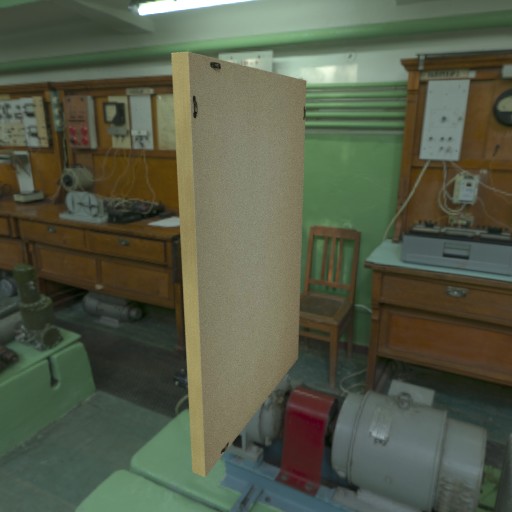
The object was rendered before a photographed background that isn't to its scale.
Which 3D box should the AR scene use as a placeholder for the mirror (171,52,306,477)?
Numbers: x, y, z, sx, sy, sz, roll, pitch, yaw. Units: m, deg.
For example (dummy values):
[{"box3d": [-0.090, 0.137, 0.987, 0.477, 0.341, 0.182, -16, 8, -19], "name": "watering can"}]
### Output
[{"box3d": [0.000, 0.000, 1.176, 0.041, 0.915, 0.609, 8, 18, 25], "name": "mirror"}]
